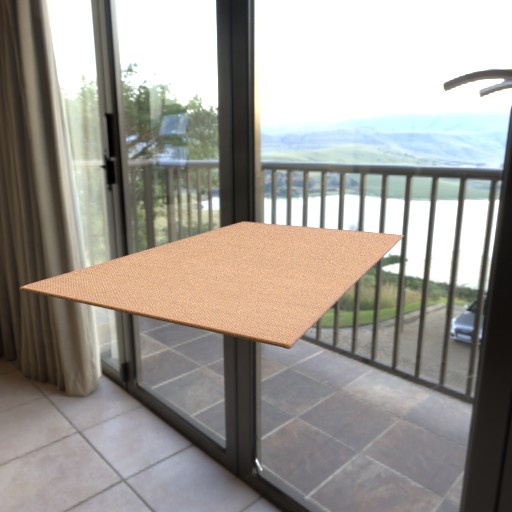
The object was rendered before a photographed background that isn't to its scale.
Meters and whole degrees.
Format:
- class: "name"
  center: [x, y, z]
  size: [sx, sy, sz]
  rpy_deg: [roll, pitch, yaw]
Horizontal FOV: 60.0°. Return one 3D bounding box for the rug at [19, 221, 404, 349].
- class: "rug"
  center: [0.000, 0.000, 2.085]
  size: [1.067, 0.013, 1.676]
  rpy_deg: [7, 15, 27]
